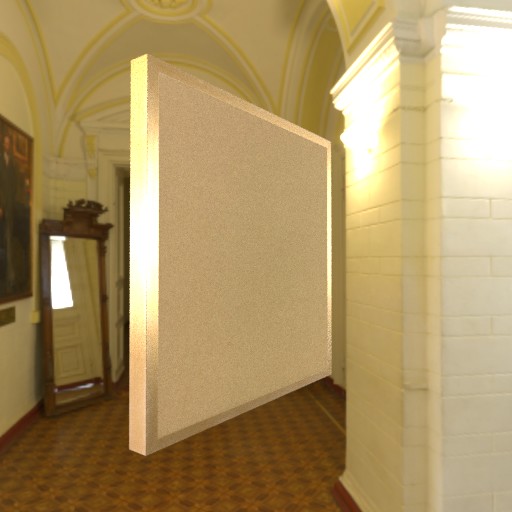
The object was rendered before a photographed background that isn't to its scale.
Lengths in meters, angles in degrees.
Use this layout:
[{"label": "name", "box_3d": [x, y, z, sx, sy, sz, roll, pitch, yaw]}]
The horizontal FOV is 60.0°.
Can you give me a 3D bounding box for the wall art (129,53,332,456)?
[{"label": "wall art", "box_3d": [0.000, 0.000, 0.775, 0.033, 0.509, 0.510, -1, -1, 36]}]
